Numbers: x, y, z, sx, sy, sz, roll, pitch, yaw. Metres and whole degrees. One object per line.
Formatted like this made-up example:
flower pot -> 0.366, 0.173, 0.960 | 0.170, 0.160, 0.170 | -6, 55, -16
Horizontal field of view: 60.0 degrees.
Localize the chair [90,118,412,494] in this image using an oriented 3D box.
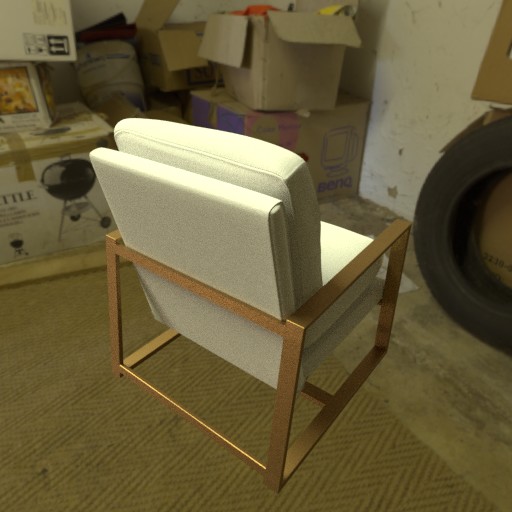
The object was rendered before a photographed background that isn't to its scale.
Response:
chair -> 0.000, 0.000, 1.553 | 0.805, 0.966, 0.813 | 21, 36, 32
